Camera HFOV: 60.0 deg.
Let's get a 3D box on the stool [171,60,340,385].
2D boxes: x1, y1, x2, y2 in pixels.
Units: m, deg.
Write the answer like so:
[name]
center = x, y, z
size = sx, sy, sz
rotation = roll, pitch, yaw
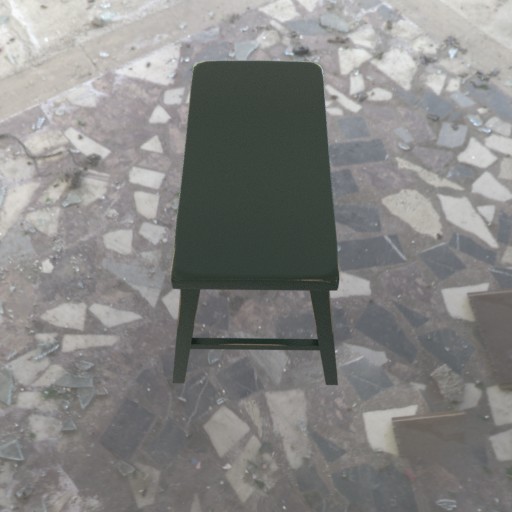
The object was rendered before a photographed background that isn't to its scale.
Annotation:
[stool]
center = 0.000, 0.000, 1.049
size = 0.476, 0.737, 0.457
rotation = 1, 63, 0
